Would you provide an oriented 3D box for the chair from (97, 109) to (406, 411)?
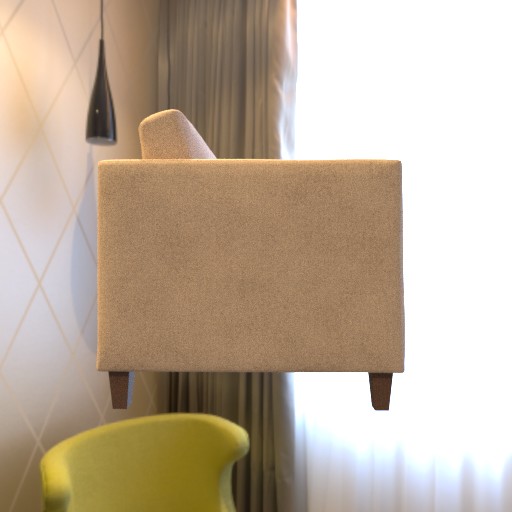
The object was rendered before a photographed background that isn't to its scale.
[{"bbox_3d":[0.000,0.000,1.857,0.959,0.961,1.133,0,0,1],"label":"chair"}]
